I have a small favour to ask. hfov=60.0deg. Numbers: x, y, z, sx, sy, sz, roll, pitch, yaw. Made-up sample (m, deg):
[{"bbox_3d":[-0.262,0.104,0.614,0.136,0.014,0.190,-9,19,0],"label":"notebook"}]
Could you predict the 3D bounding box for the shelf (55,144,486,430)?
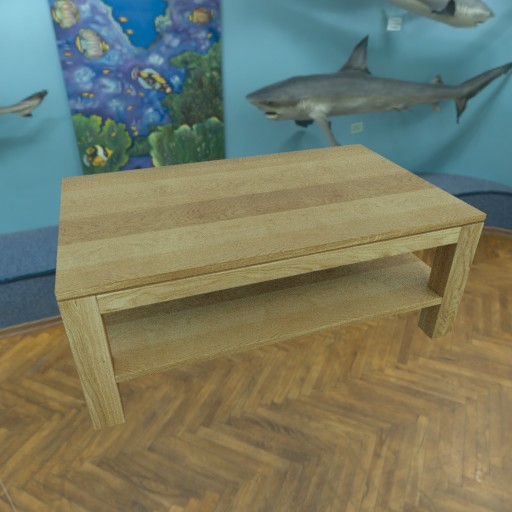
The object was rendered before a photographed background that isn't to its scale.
[{"bbox_3d":[0.000,0.000,1.501,1.150,0.450,0.700,-10,33,-16],"label":"shelf"}]
